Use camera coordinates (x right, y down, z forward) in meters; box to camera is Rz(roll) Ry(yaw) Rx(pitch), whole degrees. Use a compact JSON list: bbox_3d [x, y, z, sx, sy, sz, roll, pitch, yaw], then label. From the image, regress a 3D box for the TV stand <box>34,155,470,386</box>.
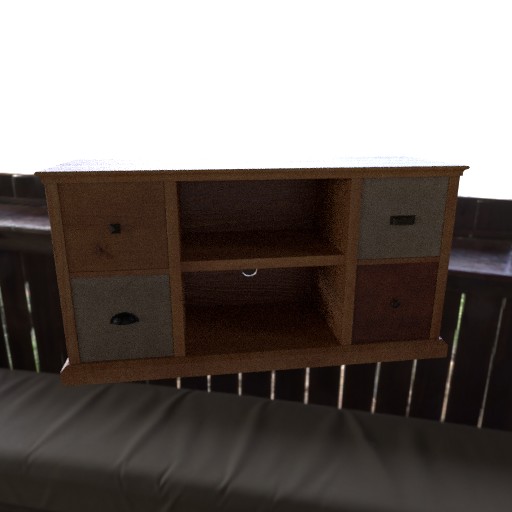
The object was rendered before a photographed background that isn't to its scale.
[{"bbox_3d":[0.000,0.000,1.460,1.181,0.607,0.417,-2,17,-8],"label":"TV stand"}]
